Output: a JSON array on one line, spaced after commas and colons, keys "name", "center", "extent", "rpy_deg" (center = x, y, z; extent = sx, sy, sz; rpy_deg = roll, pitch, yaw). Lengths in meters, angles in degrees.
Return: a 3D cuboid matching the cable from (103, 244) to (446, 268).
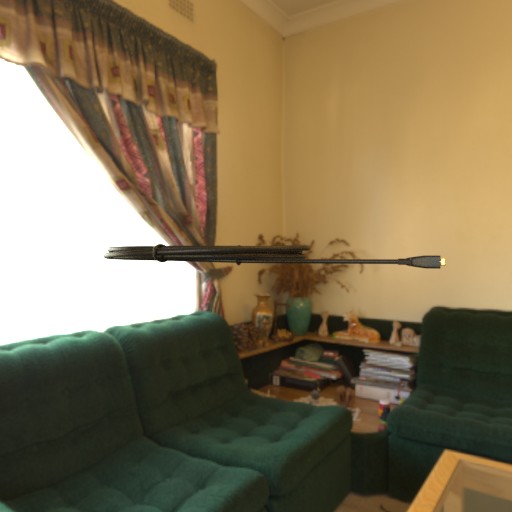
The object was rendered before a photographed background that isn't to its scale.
[{"name": "cable", "center": [0.000, 0.000, 0.510], "extent": [0.422, 0.030, 0.257], "rpy_deg": [0, 0, 17]}]
